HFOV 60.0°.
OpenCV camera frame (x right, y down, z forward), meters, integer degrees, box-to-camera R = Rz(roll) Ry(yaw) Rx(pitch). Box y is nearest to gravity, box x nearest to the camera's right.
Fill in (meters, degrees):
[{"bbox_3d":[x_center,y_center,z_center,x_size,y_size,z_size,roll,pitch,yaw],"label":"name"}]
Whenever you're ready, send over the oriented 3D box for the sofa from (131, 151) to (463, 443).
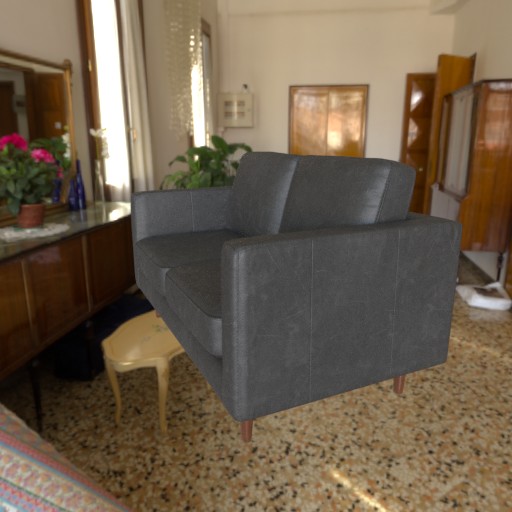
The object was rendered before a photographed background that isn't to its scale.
[{"bbox_3d":[0.000,0.000,2.000,0.879,0.899,1.430,-7,16,-25],"label":"sofa"}]
